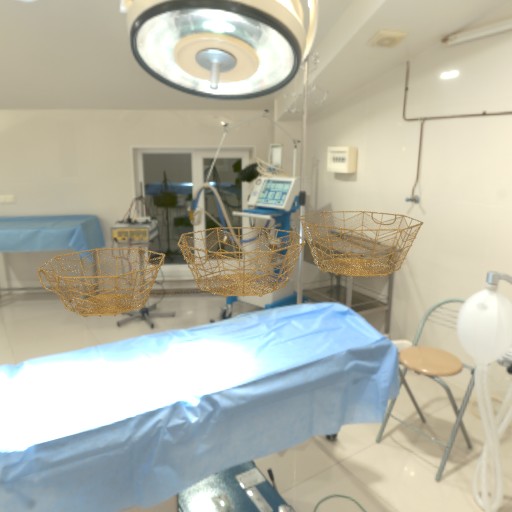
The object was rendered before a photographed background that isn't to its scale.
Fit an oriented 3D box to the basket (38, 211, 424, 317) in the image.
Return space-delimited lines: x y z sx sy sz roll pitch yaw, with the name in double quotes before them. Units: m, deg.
"basket" 0.000 0.000 1.409 1.245 0.178 0.432 -7 15 -26
